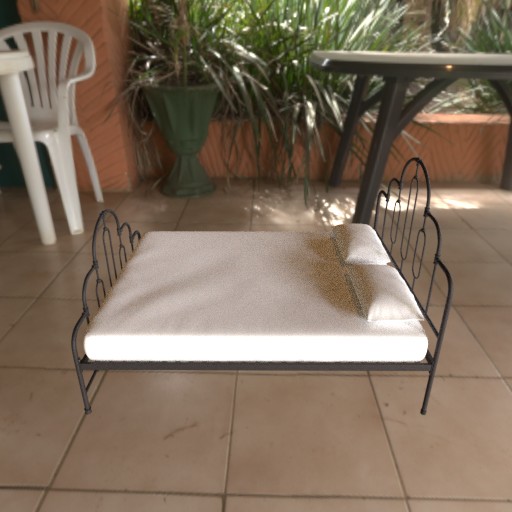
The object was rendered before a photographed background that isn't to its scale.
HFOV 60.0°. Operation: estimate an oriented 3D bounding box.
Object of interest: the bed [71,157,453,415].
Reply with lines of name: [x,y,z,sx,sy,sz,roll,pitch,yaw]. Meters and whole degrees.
bed: [0.000,0.000,3.210,2.163,1.429,1.640,0,26,0]
